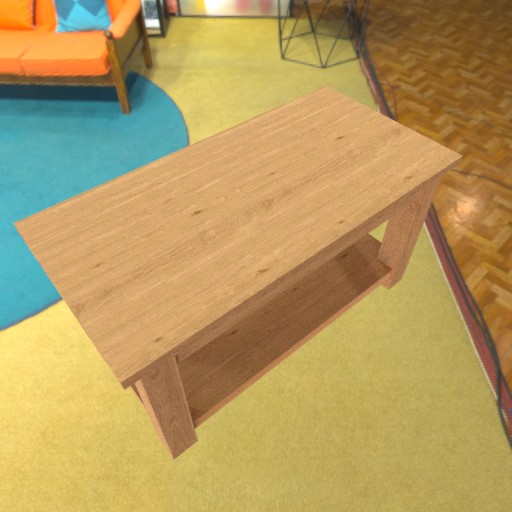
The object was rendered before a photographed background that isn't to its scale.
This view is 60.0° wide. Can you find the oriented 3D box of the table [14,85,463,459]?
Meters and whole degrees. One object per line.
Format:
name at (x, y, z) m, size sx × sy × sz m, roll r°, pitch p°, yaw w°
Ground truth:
table at (0.000, 0.000, 1.138) m, size 0.899 × 0.452 × 0.450 m, roll -32°, pitch 55°, yaw -25°
